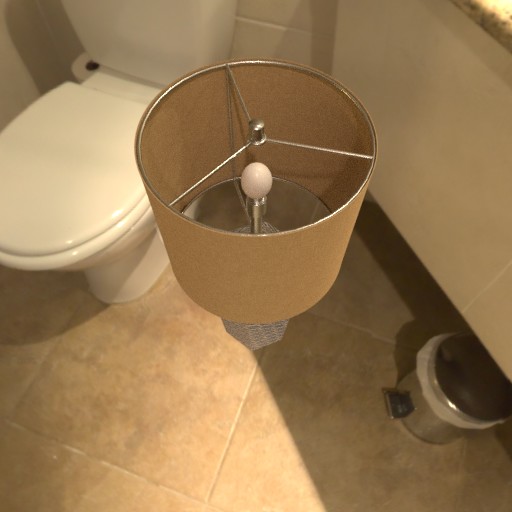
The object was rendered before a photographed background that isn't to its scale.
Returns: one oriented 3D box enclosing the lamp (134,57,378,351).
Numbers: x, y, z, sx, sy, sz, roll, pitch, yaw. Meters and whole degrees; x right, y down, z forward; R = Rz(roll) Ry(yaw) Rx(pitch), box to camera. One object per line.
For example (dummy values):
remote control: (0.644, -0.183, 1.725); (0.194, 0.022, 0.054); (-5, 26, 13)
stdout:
lamp: (0.000, 0.000, 0.864); (0.320, 0.682, 0.320); (-15, 61, -8)
